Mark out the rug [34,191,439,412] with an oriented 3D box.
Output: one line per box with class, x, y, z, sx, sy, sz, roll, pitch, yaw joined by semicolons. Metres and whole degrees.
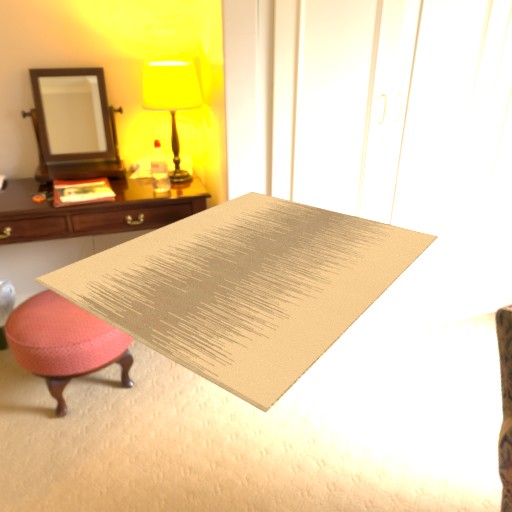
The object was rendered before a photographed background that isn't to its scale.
rug;0.000;0.000;4.169;2.453;0.010;3.037;19;32;33
